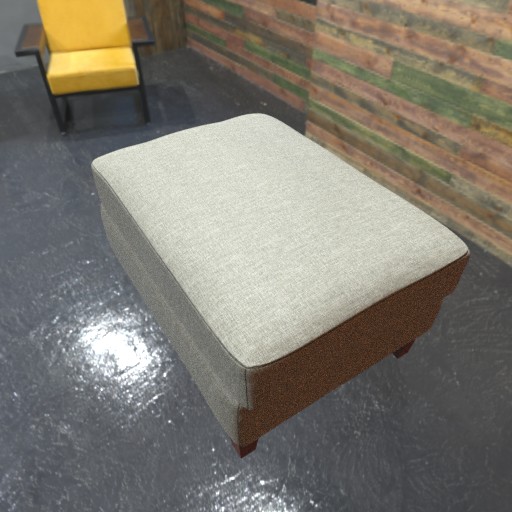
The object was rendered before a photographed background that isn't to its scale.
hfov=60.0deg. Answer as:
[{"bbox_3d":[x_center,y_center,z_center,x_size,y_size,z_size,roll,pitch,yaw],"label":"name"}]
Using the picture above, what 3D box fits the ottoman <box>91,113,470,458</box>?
[{"bbox_3d":[0.000,0.000,1.253,0.639,0.494,0.873,-24,47,-24],"label":"ottoman"}]
